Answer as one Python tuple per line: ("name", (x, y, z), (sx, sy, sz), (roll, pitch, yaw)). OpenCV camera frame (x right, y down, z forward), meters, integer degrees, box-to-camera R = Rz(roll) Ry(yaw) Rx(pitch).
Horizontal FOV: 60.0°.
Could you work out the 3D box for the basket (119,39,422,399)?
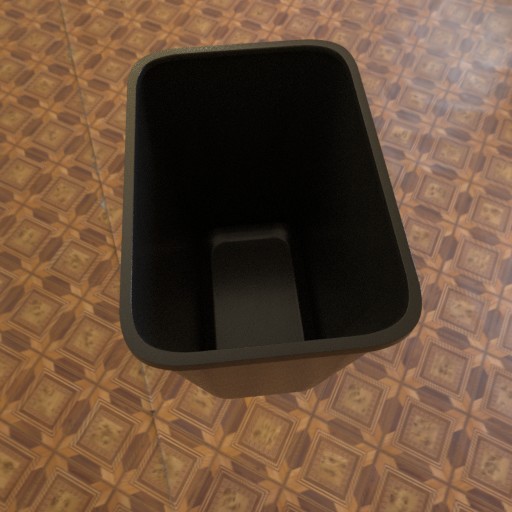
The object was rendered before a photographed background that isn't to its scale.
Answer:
("basket", (0.000, 0.000, 0.491), (0.211, 0.307, 0.300), (-5, 64, -3))
